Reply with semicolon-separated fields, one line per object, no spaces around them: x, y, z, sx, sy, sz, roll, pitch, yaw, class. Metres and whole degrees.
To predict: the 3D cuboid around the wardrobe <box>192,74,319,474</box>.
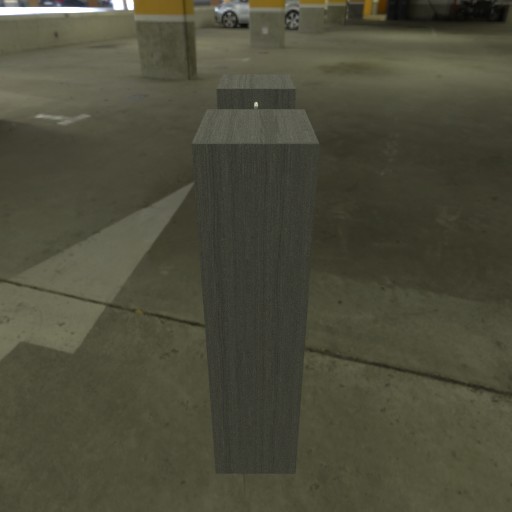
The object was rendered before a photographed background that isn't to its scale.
0.000;0.000;2.928;0.480;2.000;1.770;0;30;0;wardrobe
